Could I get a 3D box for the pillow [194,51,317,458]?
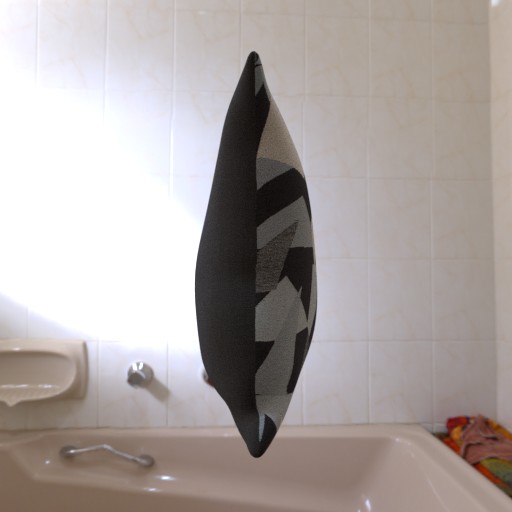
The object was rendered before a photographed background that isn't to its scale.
[{"bbox_3d":[0.000,0.000,0.777,0.208,0.496,0.503,0,-2,-1],"label":"pillow"}]
